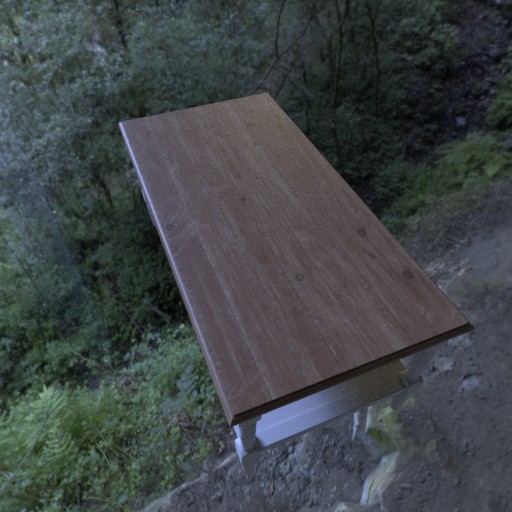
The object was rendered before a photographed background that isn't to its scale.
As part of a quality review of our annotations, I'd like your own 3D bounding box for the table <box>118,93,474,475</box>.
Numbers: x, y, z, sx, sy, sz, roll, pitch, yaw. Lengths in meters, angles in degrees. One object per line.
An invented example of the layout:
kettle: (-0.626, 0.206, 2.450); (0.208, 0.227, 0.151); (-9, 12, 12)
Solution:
table: (0.000, 0.000, 1.391); (0.559, 0.458, 1.118); (-17, 50, -15)
